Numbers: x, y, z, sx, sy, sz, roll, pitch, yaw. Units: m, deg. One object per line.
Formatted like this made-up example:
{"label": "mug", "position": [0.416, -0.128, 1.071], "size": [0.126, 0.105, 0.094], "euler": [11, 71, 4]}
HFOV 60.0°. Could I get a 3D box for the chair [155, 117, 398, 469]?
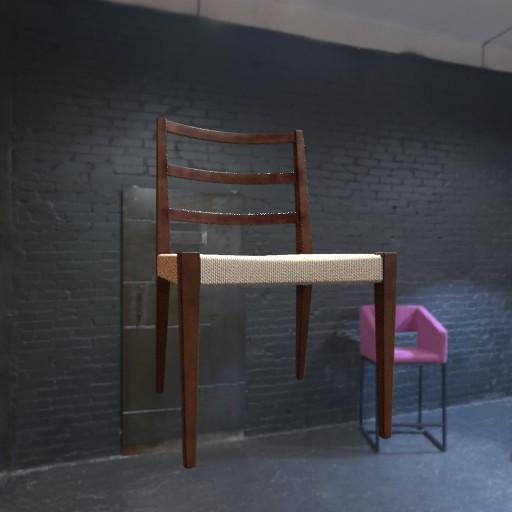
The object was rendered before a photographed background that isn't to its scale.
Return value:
{"label": "chair", "position": [0.000, 0.000, 1.162], "size": [0.480, 0.813, 0.551], "euler": [0, 0, -18]}
